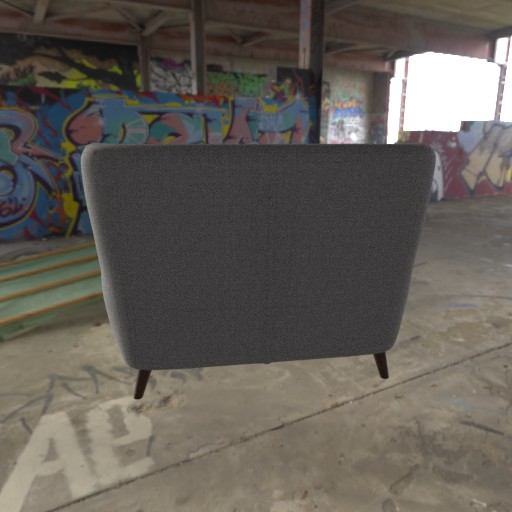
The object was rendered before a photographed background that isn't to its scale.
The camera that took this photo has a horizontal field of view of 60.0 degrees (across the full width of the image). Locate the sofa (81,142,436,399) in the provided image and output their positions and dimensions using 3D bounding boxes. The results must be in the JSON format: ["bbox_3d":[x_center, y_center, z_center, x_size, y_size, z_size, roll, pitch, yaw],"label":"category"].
[{"bbox_3d":[0.000,0.000,2.068,1.386,1.028,0.884,-2,15,-8],"label":"sofa"}]
